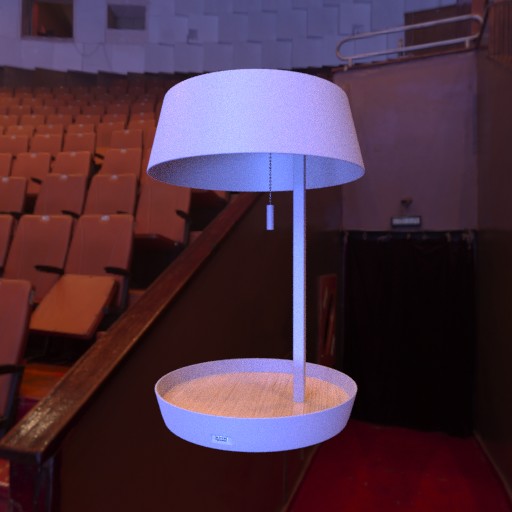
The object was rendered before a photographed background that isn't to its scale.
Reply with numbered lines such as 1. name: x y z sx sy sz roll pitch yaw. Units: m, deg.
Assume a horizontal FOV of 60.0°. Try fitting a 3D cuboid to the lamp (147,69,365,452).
1. lamp: 0.000 0.000 0.608 0.291 0.429 0.291 0 0 0
